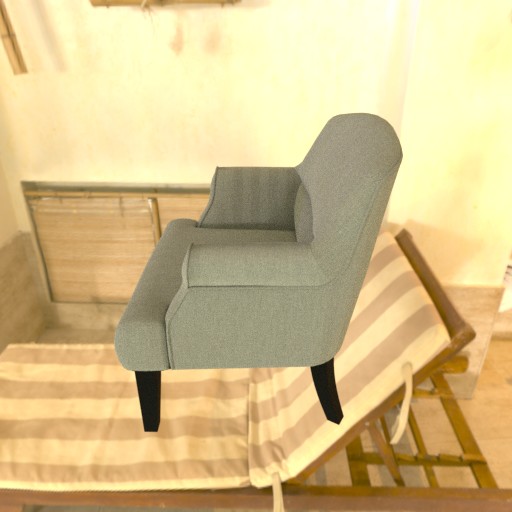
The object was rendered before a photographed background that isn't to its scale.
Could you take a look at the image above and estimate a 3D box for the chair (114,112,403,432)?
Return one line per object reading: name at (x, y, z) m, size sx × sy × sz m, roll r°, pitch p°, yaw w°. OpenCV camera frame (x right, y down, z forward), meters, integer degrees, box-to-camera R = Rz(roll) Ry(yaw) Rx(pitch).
chair at (0.000, 0.000, 1.453) m, size 0.755 × 0.880 × 0.772 m, roll 0°, pitch 27°, yaw 1°
